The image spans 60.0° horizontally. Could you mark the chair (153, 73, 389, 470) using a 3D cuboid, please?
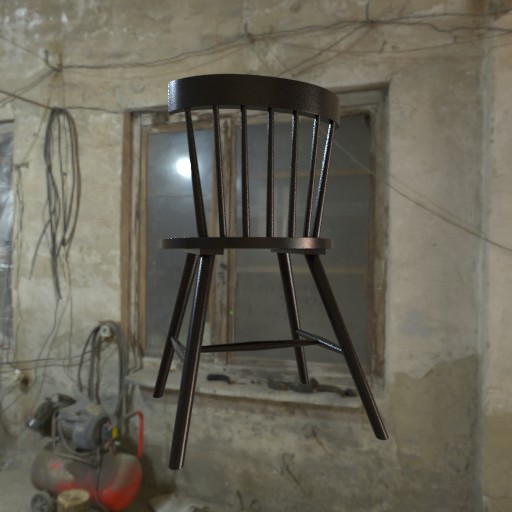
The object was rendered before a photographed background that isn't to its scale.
[{"bbox_3d":[0.000,0.000,1.175,0.506,0.844,0.483,0,1,-17],"label":"chair"}]
